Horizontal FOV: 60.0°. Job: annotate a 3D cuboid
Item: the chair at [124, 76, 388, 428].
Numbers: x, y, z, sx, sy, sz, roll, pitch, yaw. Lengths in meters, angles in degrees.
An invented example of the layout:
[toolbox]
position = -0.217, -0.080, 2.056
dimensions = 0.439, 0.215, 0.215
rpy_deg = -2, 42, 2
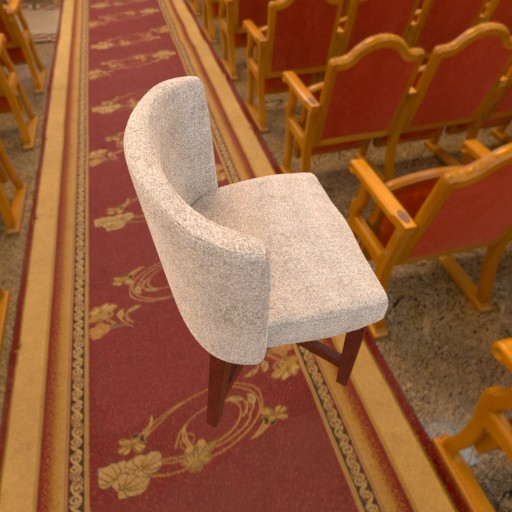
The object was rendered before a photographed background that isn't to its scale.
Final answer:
[chair]
position = 0.000, 0.000, 1.269
dimensions = 0.575, 0.827, 0.728
rpy_deg = -11, 47, -10
